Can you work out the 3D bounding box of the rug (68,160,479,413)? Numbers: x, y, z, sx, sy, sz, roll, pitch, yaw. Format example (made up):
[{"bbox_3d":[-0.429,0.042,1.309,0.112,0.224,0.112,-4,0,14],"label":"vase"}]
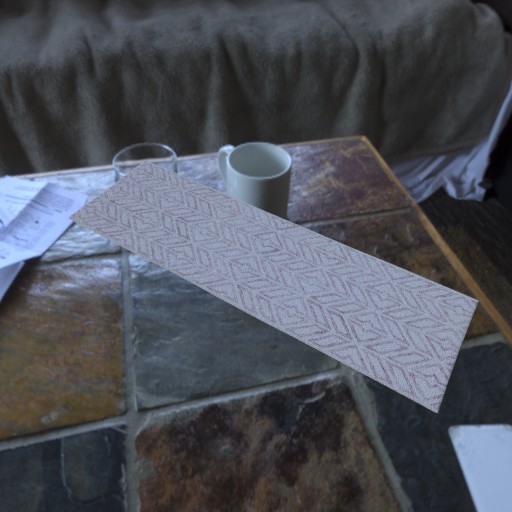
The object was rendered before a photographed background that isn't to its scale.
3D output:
[{"bbox_3d":[0.000,0.000,2.666,2.435,0.009,0.750,25,52,21],"label":"rug"}]
